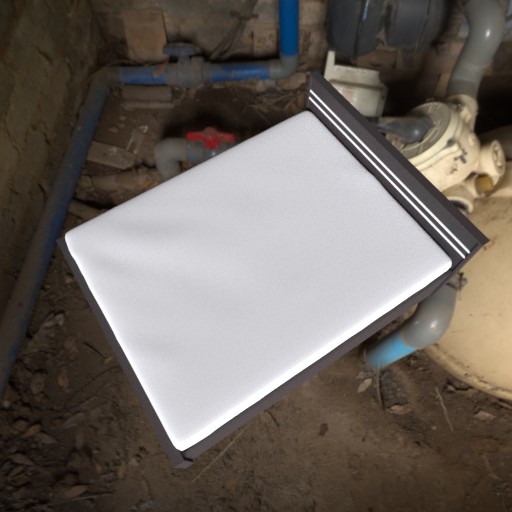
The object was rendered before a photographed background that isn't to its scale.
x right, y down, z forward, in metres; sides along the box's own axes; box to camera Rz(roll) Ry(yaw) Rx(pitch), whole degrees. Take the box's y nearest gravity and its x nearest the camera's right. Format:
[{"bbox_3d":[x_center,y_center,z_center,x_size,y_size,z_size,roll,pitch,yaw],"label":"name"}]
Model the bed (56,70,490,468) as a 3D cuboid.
[{"bbox_3d":[0.000,0.000,2.919,2.103,0.808,1.634,-31,67,-14],"label":"bed"}]
